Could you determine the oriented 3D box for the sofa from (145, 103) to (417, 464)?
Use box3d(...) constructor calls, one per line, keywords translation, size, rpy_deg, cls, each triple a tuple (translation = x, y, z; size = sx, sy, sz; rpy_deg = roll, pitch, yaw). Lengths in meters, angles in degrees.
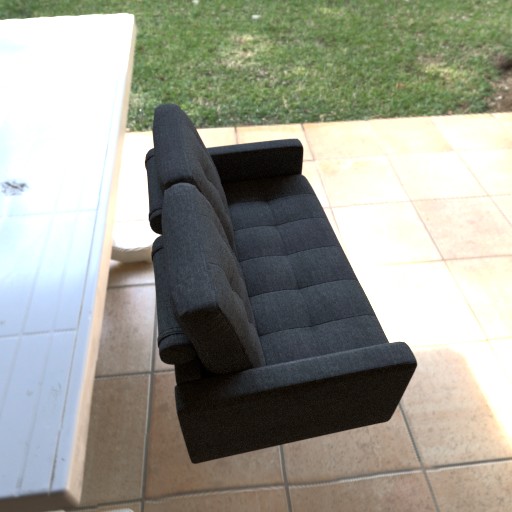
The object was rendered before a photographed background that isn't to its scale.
box3d(translation=(0.000, 0.000, 1.922), size=(0.842, 0.907, 1.407), rpy_deg=(-9, 47, -8), cls="sofa")
